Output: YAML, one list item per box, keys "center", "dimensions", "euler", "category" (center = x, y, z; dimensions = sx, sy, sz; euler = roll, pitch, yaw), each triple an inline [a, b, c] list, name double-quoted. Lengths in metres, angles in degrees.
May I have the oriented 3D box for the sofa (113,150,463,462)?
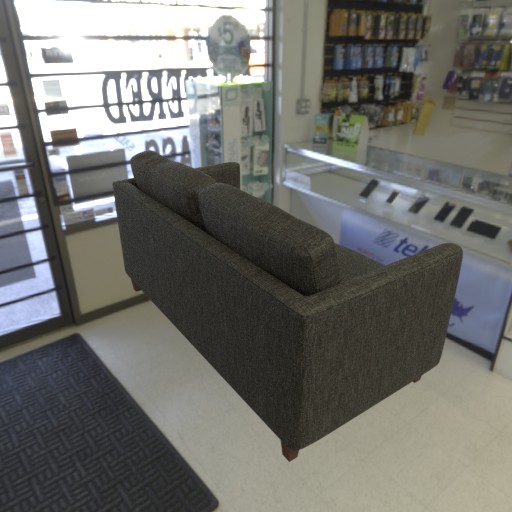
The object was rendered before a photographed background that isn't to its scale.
- center: [0.000, 0.000, 2.462]
  dimensions: [0.950, 0.963, 1.884]
  euler: [-17, 31, -31]
  category: "sofa"
